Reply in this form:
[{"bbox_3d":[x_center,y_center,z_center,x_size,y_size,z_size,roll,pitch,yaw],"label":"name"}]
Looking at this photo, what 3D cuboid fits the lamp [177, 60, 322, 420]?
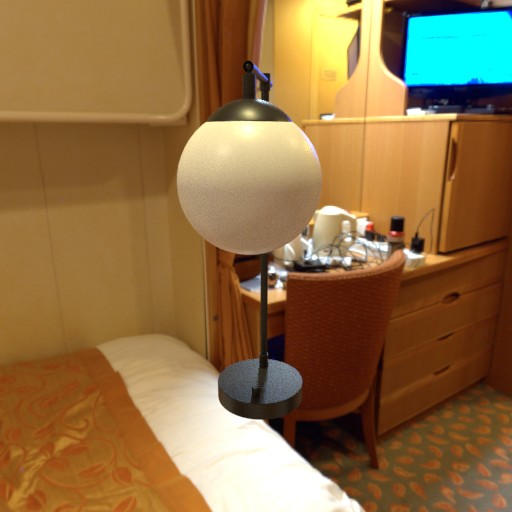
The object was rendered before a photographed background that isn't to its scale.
[{"bbox_3d":[0.000,0.000,0.697,0.197,0.559,0.316,2,16,8],"label":"lamp"}]
